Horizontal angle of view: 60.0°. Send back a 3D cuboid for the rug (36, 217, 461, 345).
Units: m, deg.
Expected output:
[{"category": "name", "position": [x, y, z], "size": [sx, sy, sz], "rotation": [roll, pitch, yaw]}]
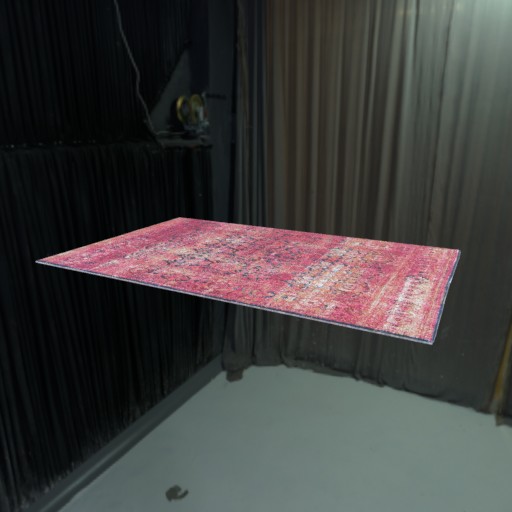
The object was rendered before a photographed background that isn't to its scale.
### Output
[{"category": "rug", "position": [0.000, 0.000, 3.000], "size": [2.449, 0.018, 1.539], "rotation": [9, 19, 26]}]
